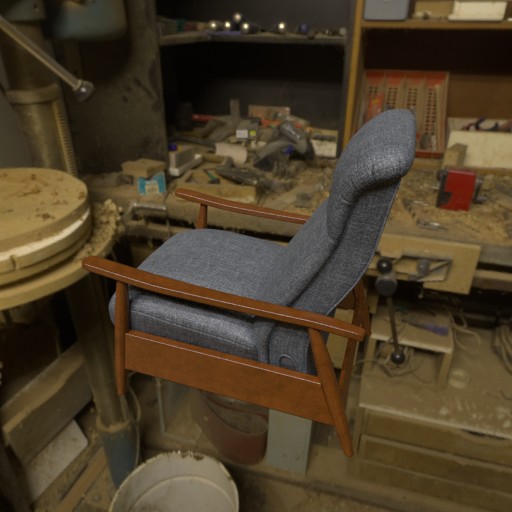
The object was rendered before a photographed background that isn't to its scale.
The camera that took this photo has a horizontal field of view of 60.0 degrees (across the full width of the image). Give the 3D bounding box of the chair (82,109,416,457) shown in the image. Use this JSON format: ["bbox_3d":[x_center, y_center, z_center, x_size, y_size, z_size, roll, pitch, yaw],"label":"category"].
[{"bbox_3d":[0.000,0.000,1.739,1.030,1.082,0.762,9,31,16],"label":"chair"}]
